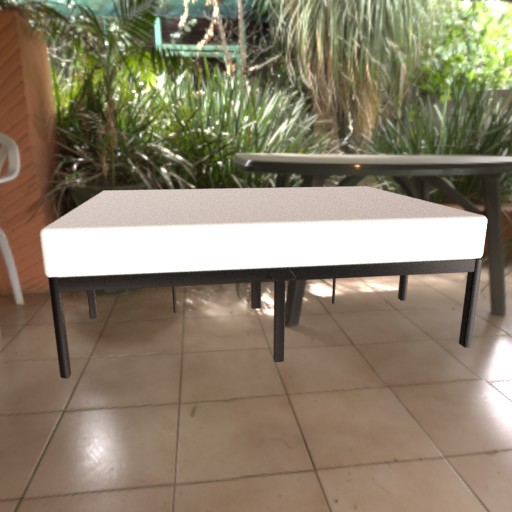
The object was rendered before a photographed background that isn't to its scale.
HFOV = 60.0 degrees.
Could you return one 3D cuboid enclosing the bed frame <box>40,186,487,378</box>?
[{"bbox_3d":[0.000,0.000,2.634,1.956,0.659,1.408,-2,15,-9],"label":"bed frame"}]
